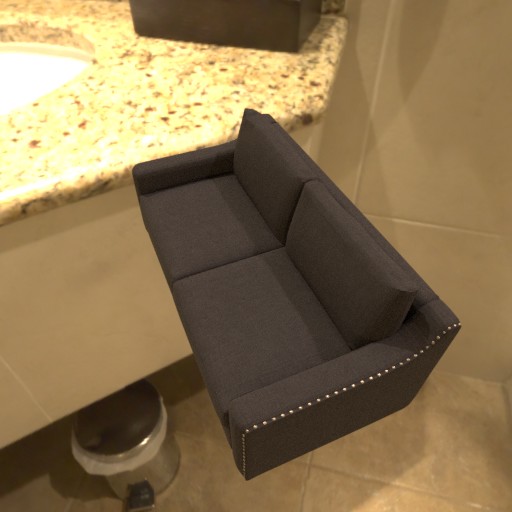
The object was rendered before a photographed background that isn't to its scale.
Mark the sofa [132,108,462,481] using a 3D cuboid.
[{"bbox_3d":[0.000,0.000,3.294,1.336,1.196,2.550,-17,48,-16],"label":"sofa"}]
